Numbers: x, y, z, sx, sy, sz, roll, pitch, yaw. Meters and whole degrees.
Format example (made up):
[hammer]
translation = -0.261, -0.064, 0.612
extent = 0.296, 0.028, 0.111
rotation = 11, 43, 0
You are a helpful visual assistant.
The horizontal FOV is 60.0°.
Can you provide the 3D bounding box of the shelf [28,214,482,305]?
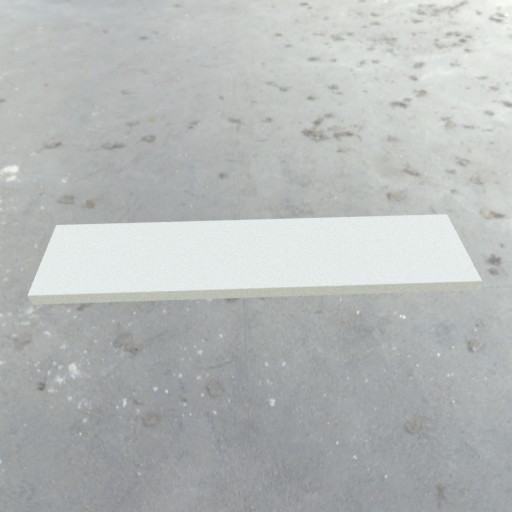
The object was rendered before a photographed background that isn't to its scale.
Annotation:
[shelf]
translation = 0.000, 0.000, 0.649
extent = 0.610, 0.020, 0.140
rotation = -2, 46, -2
